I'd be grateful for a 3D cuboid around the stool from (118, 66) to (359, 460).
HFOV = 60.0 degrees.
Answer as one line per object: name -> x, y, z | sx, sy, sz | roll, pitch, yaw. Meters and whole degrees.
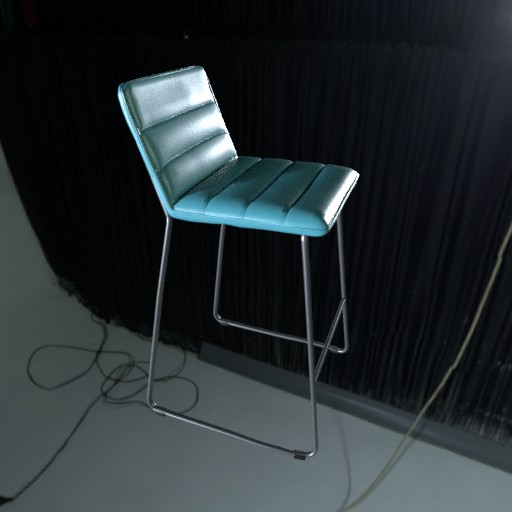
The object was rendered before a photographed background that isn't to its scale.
stool -> 0.000, 0.000, 1.238 | 0.524, 0.936, 0.489 | 11, 31, 18
